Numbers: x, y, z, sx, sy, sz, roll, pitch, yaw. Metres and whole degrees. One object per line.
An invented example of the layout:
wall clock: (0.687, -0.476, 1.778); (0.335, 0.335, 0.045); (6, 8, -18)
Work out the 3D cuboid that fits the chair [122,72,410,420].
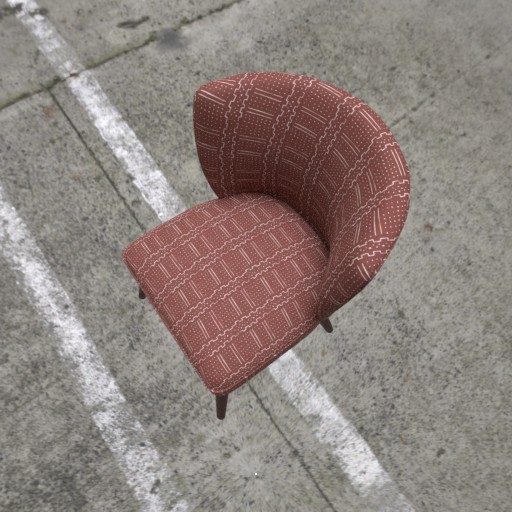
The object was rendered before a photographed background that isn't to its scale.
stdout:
chair: (0.000, 0.000, 1.435); (0.758, 0.866, 0.706); (-33, 68, -15)
